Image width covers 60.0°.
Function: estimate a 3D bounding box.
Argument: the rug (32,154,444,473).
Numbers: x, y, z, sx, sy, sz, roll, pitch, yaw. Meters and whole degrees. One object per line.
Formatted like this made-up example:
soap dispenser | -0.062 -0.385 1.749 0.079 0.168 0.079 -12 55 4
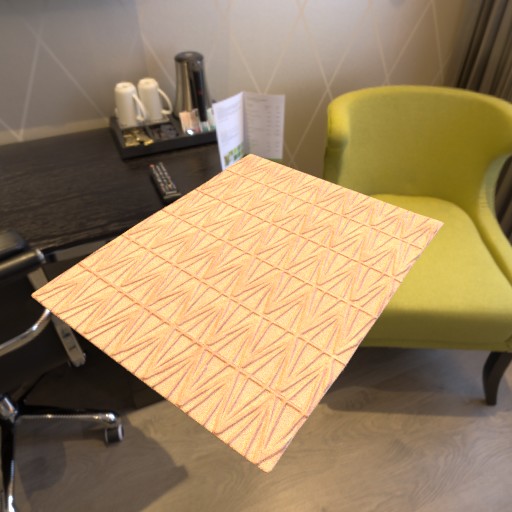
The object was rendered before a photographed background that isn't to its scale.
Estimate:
rug | 0.000 0.000 4.076 2.453 0.043 3.052 26 48 27
